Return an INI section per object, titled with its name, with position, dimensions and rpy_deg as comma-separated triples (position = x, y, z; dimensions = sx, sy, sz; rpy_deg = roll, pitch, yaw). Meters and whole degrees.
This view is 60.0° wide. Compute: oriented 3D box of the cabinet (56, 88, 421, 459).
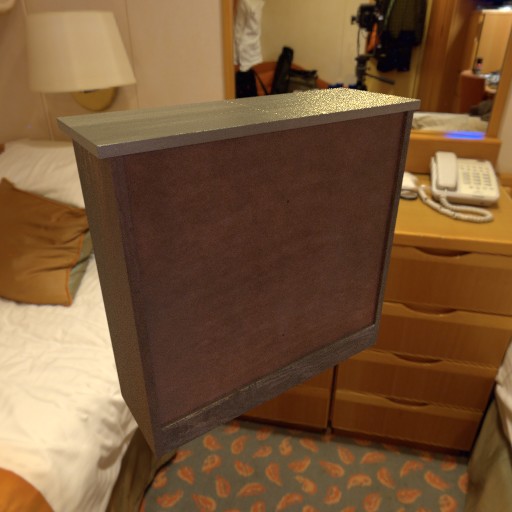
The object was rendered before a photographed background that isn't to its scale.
[cabinet]
position = 0.000, 0.000, 1.429
dimensions = 0.968, 0.919, 0.338
rpy_deg = -18, 33, -30
